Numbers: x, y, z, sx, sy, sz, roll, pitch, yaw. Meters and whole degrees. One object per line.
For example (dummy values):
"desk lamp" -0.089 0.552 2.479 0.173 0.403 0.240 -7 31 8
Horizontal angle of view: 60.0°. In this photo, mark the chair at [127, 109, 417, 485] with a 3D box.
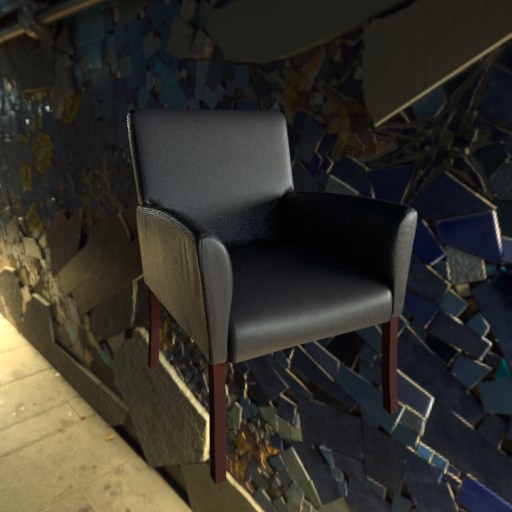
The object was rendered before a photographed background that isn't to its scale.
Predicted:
"chair" 0.000 0.000 1.493 0.683 0.951 0.772 -9 19 -27
